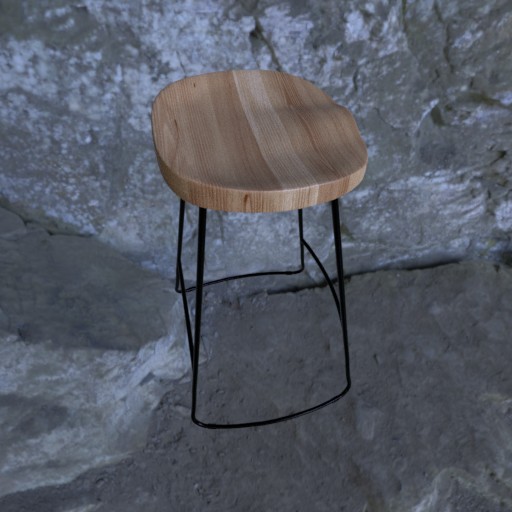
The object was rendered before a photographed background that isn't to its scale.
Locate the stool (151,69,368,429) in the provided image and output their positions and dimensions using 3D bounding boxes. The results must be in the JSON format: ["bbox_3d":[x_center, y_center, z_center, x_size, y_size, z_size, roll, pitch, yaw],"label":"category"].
[{"bbox_3d":[0.000,0.000,0.985,0.401,0.679,0.480,-9,47,-9],"label":"stool"}]
